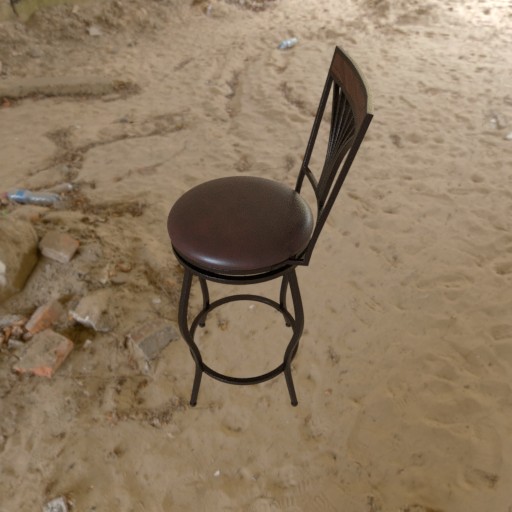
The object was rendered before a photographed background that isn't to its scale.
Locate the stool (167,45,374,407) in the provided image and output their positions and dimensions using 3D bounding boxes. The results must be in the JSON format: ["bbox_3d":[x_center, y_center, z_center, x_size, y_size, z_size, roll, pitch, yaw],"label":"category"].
[{"bbox_3d":[0.000,0.000,1.389,0.514,1.117,0.433,0,41,0],"label":"stool"}]
